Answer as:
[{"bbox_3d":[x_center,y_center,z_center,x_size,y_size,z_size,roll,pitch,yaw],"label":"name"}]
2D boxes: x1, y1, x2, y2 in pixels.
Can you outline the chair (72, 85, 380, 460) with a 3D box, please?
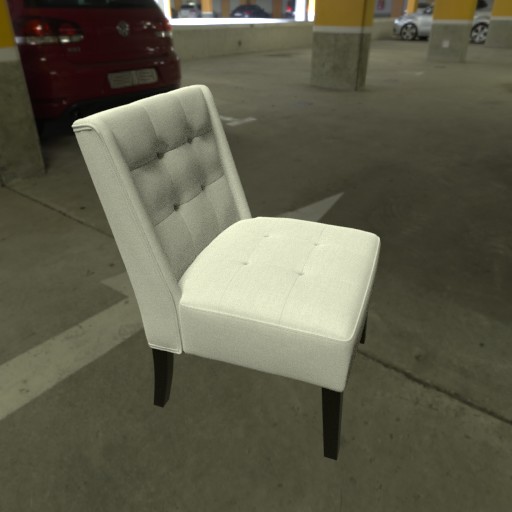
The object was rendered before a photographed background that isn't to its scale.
[{"bbox_3d":[0.000,0.000,1.292,0.676,0.853,0.569,10,31,18],"label":"chair"}]
